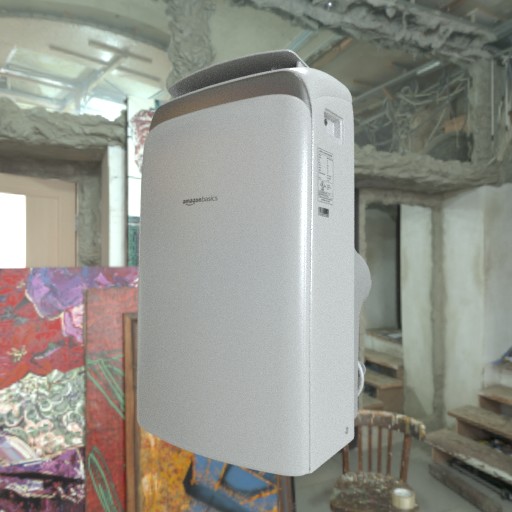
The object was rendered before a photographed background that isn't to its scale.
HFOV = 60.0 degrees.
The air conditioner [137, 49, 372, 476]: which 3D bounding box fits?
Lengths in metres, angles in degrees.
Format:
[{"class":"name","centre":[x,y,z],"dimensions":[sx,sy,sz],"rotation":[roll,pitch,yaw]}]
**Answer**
[{"class":"air conditioner","centre":[0.000,0.000,1.023],"dimensions":[0.449,0.786,0.414],"rotation":[0,-1,36]}]
